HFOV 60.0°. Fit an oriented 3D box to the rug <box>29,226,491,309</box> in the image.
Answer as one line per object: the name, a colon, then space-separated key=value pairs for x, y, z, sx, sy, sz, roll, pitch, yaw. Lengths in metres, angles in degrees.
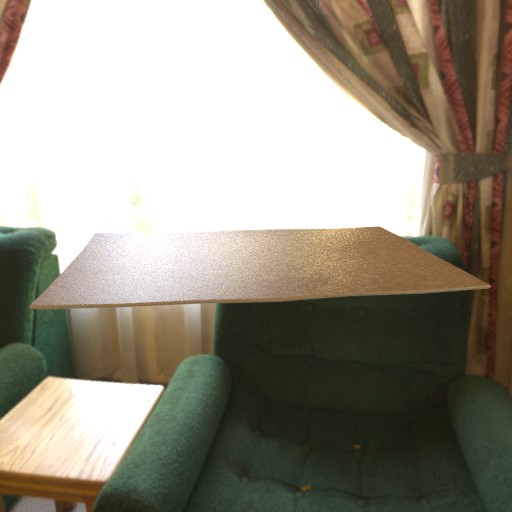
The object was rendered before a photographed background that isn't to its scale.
rug: x=0.000 y=0.000 z=3.030 sx=2.430 sy=0.053 sz=1.553 roll=-2 pitch=16 yaw=-8
